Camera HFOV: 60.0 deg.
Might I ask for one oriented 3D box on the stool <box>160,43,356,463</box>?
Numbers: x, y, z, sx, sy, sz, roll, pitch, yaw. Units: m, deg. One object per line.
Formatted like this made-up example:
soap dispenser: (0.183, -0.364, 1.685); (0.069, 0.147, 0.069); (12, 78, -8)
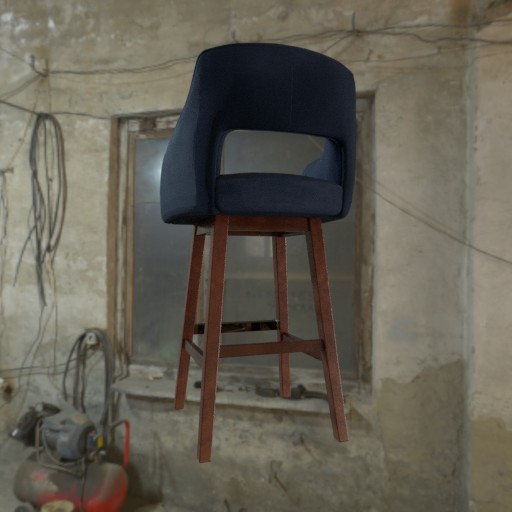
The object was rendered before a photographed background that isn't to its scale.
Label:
stool: (0.000, 0.000, 1.349); (0.550, 1.041, 0.560); (0, 0, -19)
